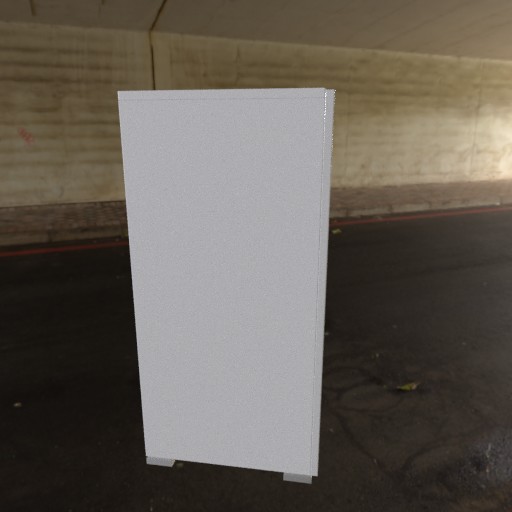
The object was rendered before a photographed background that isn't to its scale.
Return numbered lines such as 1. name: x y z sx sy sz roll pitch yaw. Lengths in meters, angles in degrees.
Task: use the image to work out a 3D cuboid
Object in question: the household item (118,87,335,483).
1. household item: 0.000 0.000 1.332 0.420 0.870 0.800 2 16 9
